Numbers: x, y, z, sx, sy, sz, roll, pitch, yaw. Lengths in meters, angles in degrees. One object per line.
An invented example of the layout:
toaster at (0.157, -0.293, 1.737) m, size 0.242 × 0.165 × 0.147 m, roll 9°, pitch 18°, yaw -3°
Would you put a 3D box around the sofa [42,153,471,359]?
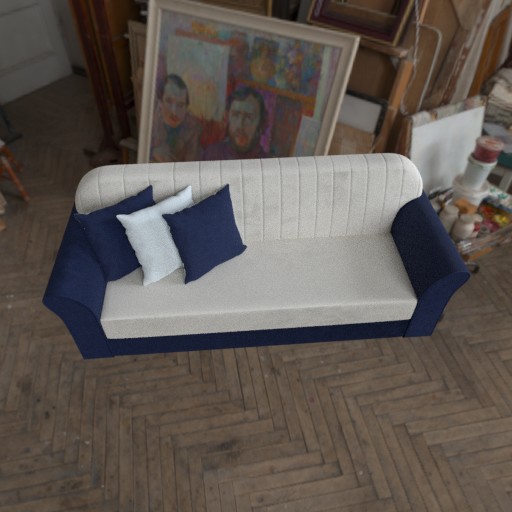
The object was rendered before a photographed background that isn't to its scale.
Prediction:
sofa at (0.000, 0.000, 2.433) m, size 2.006 × 0.789 × 0.749 m, roll -3°, pitch 46°, yaw -3°
